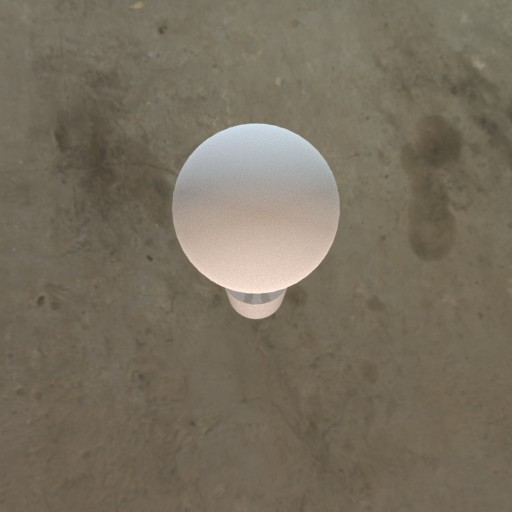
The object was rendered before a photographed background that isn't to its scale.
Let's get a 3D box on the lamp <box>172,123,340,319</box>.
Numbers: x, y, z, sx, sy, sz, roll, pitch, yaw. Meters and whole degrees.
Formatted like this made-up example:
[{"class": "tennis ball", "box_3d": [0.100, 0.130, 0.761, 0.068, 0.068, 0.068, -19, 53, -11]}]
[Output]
[{"class": "lamp", "box_3d": [0.000, 0.000, 0.569, 0.153, 0.480, 0.153, 0, 75, 0]}]
